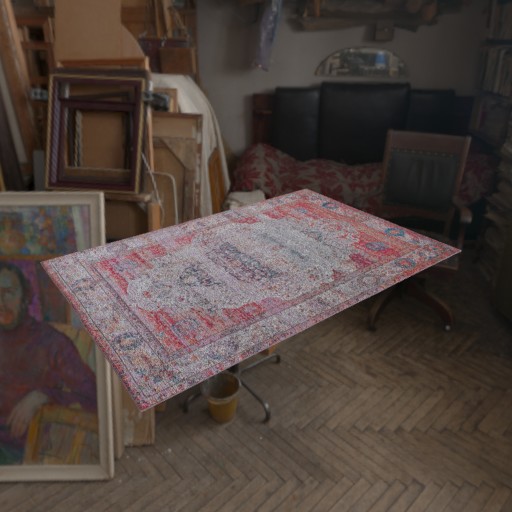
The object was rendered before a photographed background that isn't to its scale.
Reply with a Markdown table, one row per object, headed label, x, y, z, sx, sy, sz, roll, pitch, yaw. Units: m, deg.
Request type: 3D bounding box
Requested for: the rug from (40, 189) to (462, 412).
| label | x | y | z | sx | sy | sz | roll | pitch | yaw |
| --- | --- | --- | --- | --- | --- | --- | --- | --- | --- |
| rug | 0.000 | 0.000 | 2.304 | 1.829 | 0.006 | 1.219 | -20 | 34 | -32 |
